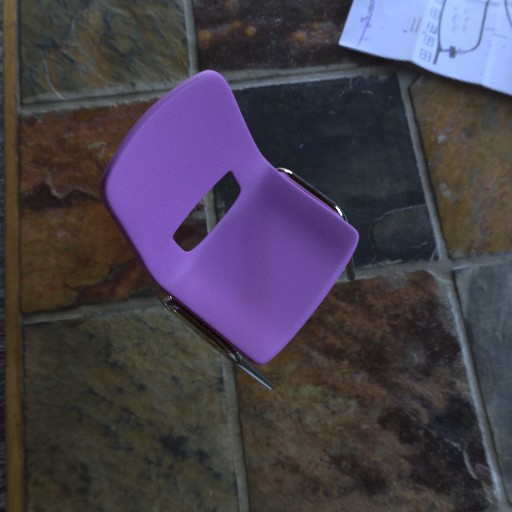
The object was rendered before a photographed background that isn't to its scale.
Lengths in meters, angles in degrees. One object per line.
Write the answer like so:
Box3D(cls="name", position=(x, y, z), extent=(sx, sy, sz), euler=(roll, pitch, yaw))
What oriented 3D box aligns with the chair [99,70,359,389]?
Box3D(cls="chair", position=(0.000, 0.000, 0.676), extent=(0.301, 0.493, 0.291), euler=(37, 78, 9))
